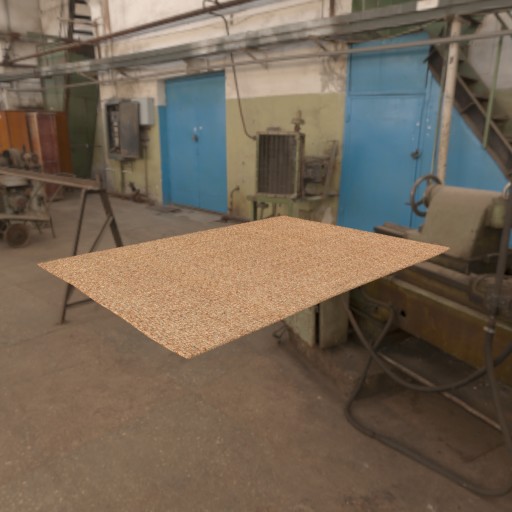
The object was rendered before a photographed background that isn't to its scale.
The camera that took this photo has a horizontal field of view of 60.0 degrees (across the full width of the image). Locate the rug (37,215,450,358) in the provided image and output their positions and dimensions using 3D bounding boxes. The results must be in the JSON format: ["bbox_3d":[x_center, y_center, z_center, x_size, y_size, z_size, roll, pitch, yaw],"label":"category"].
[{"bbox_3d":[0.000,0.000,2.800,2.141,0.013,1.566,-15,22,-42],"label":"rug"}]
